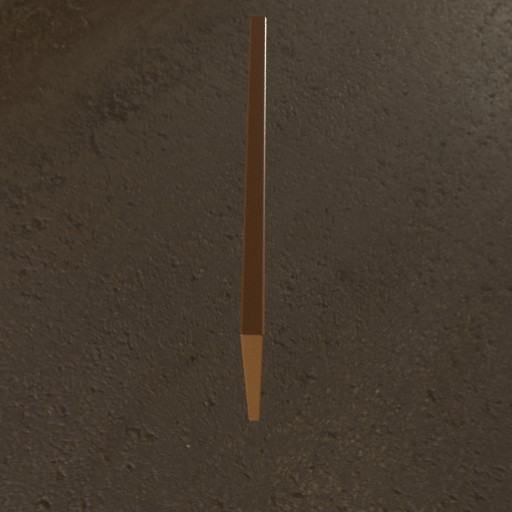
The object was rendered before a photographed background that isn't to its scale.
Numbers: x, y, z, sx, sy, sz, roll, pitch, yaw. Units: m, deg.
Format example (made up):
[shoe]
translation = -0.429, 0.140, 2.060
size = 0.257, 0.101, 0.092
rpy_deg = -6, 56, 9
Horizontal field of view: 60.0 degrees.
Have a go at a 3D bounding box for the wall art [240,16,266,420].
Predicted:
[wall art]
translation = 0.000, 0.000, 0.741
size = 0.021, 0.550, 0.449
rpy_deg = 1, 62, 0
